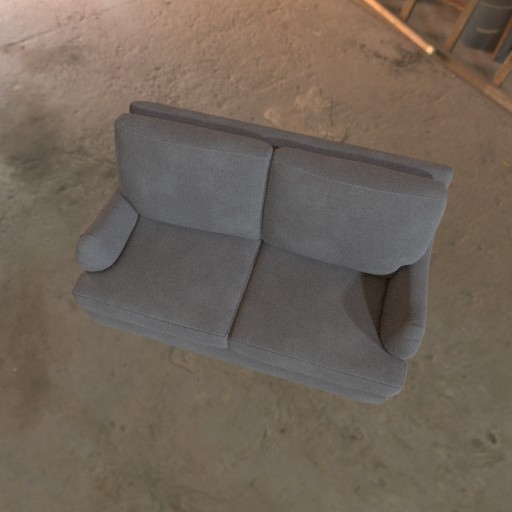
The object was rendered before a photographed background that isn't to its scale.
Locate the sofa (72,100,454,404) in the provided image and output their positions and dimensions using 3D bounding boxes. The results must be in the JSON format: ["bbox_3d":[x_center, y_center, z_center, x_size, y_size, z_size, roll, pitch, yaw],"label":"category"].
[{"bbox_3d":[0.000,0.000,2.511,1.853,1.101,1.084,15,61,8],"label":"sofa"}]
